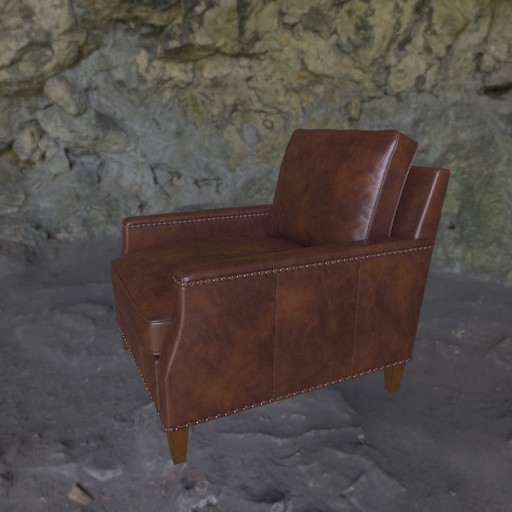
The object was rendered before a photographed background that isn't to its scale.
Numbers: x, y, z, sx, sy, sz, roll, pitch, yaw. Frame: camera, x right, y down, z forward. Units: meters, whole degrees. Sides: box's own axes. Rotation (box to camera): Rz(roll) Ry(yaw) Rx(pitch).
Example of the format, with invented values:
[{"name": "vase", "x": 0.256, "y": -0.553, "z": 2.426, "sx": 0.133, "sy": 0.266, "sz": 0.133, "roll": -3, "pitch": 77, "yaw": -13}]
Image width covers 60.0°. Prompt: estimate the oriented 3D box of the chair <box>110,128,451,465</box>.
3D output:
[{"name": "chair", "x": 0.000, "y": 0.000, "z": 1.682, "sx": 1.014, "sy": 0.929, "sz": 0.853, "roll": -8, "pitch": 18, "yaw": -25}]
